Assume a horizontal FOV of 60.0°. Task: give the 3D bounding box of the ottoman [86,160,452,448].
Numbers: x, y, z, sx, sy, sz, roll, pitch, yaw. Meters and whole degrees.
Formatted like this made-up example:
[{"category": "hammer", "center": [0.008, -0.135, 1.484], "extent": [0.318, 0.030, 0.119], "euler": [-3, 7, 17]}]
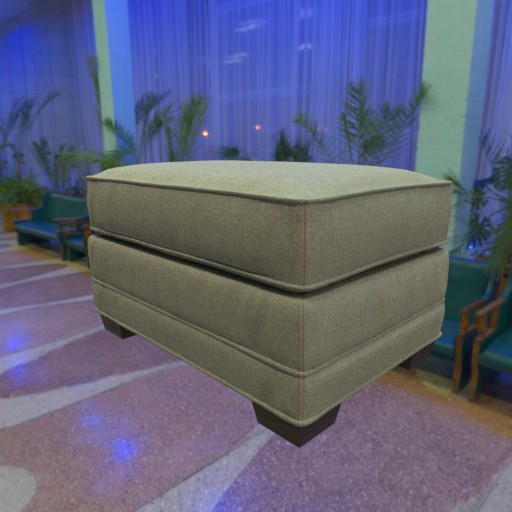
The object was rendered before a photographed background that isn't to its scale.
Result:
[{"category": "ottoman", "center": [0.000, 0.000, 1.218], "extent": [0.611, 0.508, 0.848], "euler": [-13, 19, -43]}]
